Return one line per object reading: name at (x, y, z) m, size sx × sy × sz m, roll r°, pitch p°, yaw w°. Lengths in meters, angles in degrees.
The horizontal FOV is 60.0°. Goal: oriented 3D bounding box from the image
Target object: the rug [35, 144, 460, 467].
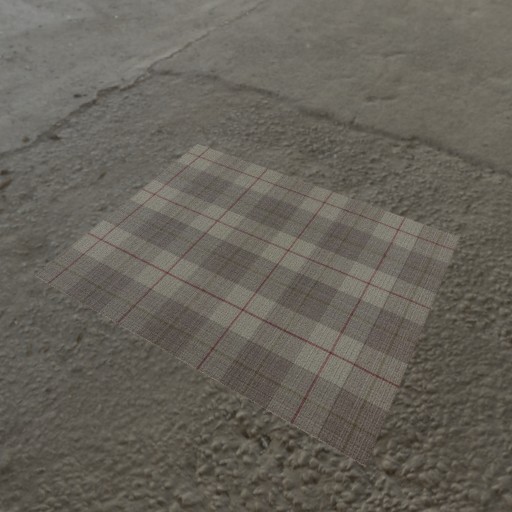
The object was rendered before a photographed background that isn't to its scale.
rug at (0.000, 0.000, 3.896) m, size 2.959 × 0.016 × 2.317 m, roll 24°, pitch 51°, yaw 21°
